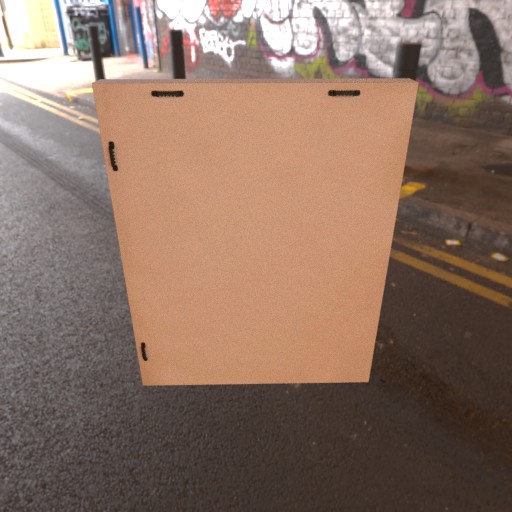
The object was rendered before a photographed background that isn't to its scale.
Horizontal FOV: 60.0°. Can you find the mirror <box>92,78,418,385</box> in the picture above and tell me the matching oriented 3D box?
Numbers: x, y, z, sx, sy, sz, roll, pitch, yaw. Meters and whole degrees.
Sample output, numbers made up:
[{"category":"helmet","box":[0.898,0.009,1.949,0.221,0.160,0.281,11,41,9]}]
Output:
[{"category":"mirror","box":[0.000,0.000,0.685,0.405,0.508,0.041,-1,29,-1]}]
